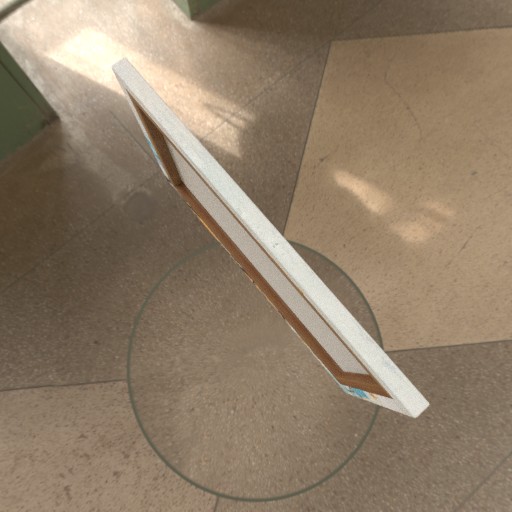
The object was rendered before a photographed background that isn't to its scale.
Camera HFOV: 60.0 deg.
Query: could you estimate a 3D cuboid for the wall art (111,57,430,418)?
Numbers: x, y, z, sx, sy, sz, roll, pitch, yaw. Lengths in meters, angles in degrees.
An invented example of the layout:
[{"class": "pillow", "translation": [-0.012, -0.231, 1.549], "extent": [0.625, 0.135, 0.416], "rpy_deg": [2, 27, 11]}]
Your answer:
[{"class": "wall art", "translation": [0.000, 0.000, 1.149], "extent": [0.038, 0.609, 0.913], "rpy_deg": [-39, 80, -8]}]
